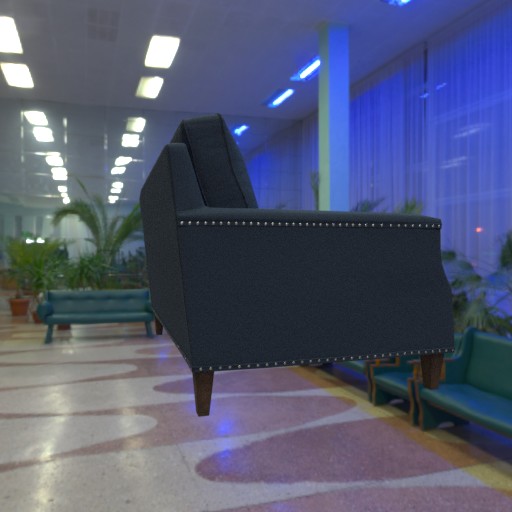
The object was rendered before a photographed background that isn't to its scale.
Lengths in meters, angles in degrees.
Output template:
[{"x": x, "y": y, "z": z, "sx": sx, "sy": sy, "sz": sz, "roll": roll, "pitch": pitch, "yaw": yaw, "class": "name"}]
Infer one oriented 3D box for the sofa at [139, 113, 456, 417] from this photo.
[{"x": 0.000, "y": 0.000, "z": 2.231, "sx": 1.084, "sy": 1.003, "sz": 1.597, "roll": 0, "pitch": 1, "yaw": -18, "class": "sofa"}]
